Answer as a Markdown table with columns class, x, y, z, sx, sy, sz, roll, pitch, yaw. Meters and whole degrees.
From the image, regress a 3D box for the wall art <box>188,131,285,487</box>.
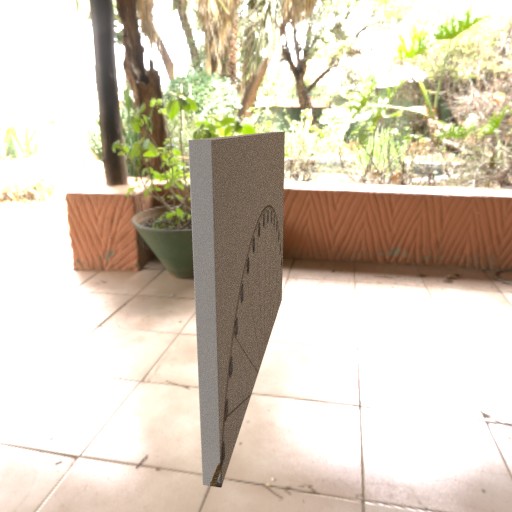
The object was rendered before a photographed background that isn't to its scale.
| class | x | y | z | sx | sy | sz | roll | pitch | yaw |
| --- | --- | --- | --- | --- | --- | --- | --- | --- | --- |
| wall art | 0.000 | 0.000 | 1.133 | 0.038 | 0.601 | 0.898 | 3 | 17 | 10 |
